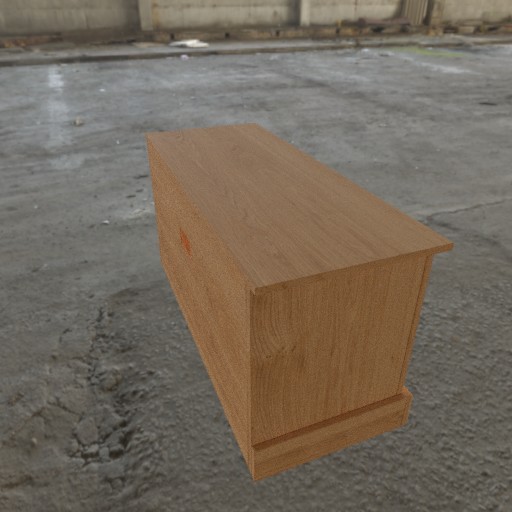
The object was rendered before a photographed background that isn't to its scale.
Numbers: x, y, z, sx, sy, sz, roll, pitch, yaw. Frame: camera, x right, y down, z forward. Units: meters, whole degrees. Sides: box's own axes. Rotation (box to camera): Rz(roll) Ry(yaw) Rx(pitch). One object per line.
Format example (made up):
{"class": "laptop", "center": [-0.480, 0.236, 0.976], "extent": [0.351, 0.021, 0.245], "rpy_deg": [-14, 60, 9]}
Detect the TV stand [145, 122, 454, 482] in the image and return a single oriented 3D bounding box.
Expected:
{"class": "TV stand", "center": [0.000, 0.000, 1.395], "extent": [0.440, 0.550, 1.080], "rpy_deg": [-12, 32, -19]}
